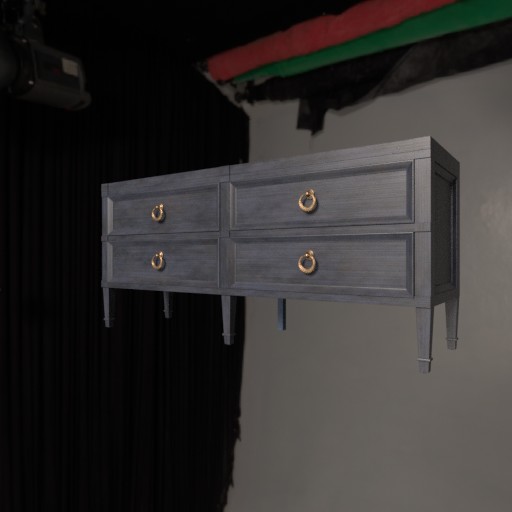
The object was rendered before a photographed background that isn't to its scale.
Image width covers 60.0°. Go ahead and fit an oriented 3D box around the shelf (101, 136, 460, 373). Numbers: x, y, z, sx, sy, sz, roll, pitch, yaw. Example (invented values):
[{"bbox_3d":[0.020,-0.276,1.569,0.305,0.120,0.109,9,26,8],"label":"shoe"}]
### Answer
[{"bbox_3d":[0.000,0.000,1.955,1.575,0.719,0.479,0,0,35],"label":"shelf"}]
